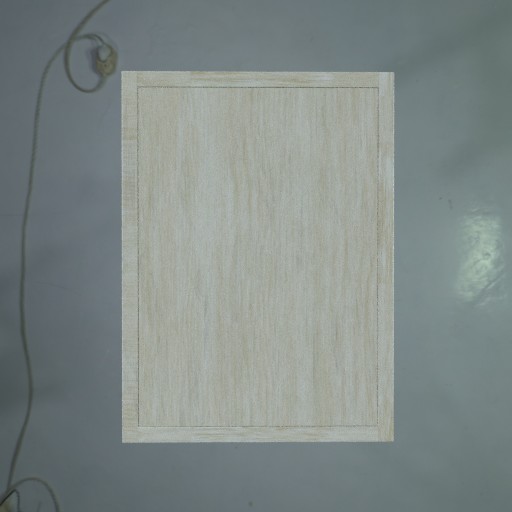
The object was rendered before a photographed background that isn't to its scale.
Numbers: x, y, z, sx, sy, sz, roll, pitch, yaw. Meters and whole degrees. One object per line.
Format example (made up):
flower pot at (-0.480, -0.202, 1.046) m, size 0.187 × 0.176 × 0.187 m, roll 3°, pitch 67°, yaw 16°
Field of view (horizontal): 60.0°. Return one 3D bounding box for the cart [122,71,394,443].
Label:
cart at (0.000, 0.000, 1.368) m, size 0.559 × 0.914 × 0.762 m, roll 0°, pitch 90°, yaw -1°
